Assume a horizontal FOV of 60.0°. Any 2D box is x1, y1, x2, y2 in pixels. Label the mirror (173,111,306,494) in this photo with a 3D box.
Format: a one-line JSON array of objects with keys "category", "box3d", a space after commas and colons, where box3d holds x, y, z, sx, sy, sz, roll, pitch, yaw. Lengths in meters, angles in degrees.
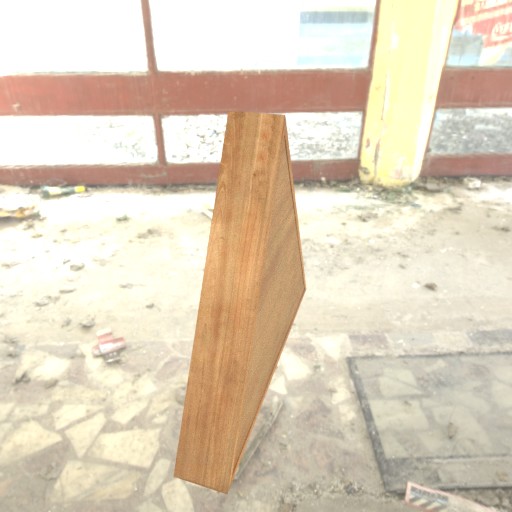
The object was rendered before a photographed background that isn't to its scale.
[{"category": "mirror", "box3d": [0.000, 0.000, 0.871, 0.100, 0.548, 0.631, 9, 31, 15]}]
